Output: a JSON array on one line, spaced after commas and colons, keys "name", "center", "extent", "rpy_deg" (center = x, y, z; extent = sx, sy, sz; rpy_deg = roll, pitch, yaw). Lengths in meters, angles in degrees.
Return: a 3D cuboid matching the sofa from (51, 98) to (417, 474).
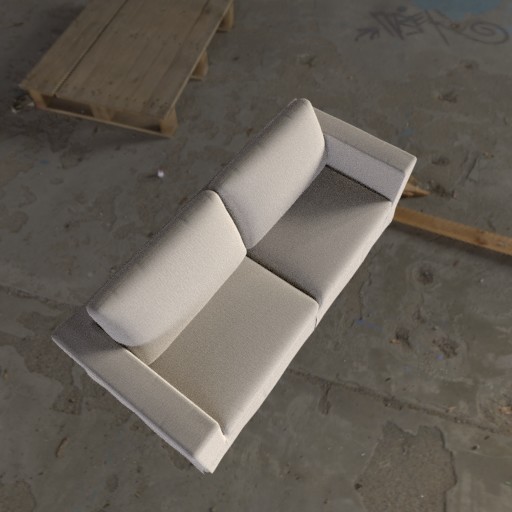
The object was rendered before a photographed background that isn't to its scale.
[{"name": "sofa", "center": [0.000, 0.000, 2.633], "extent": [0.954, 0.881, 2.163], "rpy_deg": [32, 64, 18]}]
